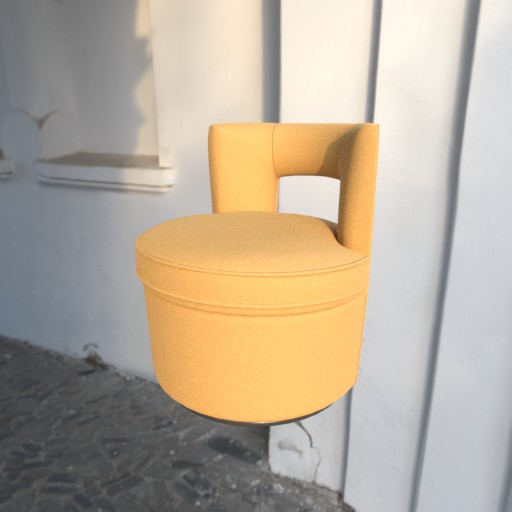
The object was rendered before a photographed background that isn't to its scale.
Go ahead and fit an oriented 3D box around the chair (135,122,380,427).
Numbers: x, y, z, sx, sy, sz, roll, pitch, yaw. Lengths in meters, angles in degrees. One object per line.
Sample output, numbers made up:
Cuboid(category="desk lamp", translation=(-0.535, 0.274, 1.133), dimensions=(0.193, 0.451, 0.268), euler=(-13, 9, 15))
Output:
Cuboid(category="chair", translation=(0.000, 0.000, 1.256), dimensions=(0.665, 0.723, 0.650), euler=(-16, 23, -42))
